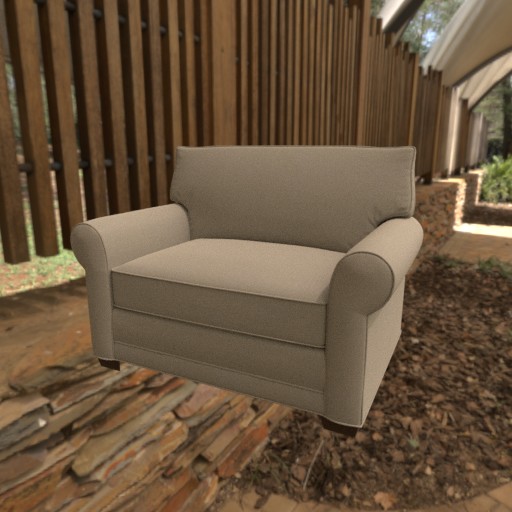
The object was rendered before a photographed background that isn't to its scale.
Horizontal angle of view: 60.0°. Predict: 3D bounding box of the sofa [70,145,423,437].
[{"bbox_3d":[0.000,0.000,2.081,1.405,1.006,0.937,7,15,25],"label":"sofa"}]
